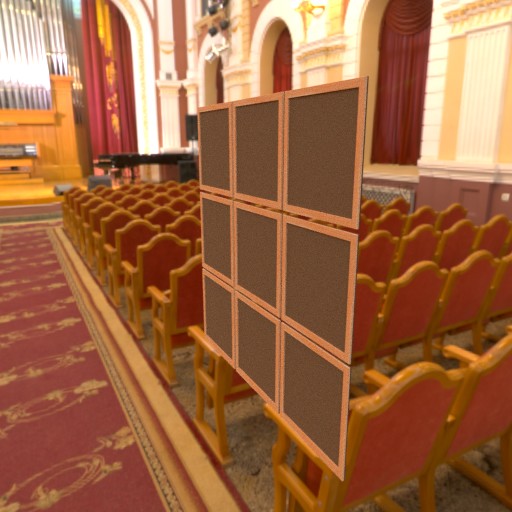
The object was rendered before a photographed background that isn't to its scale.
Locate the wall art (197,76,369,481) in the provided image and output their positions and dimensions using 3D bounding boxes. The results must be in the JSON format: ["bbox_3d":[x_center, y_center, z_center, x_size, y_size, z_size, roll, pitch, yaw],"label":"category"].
[{"bbox_3d":[0.000,0.000,2.247,0.013,1.525,1.520,-7,16,-27],"label":"wall art"}]
